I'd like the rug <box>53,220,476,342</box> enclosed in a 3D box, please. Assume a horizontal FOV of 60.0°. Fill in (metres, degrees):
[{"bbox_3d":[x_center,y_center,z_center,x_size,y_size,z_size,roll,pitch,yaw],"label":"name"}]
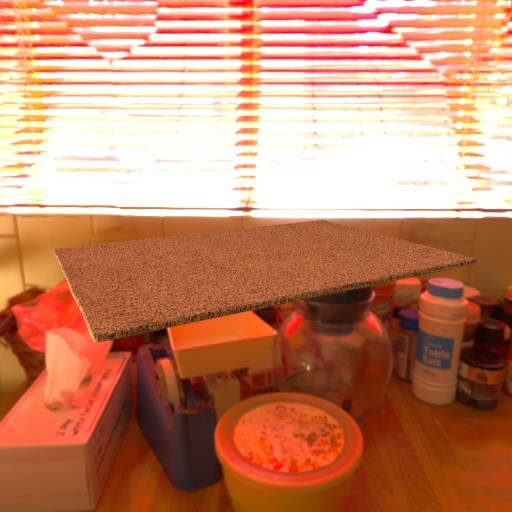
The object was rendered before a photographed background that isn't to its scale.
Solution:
[{"bbox_3d":[0.000,0.000,2.243,1.778,0.030,1.219,-8,17,-28],"label":"rug"}]
